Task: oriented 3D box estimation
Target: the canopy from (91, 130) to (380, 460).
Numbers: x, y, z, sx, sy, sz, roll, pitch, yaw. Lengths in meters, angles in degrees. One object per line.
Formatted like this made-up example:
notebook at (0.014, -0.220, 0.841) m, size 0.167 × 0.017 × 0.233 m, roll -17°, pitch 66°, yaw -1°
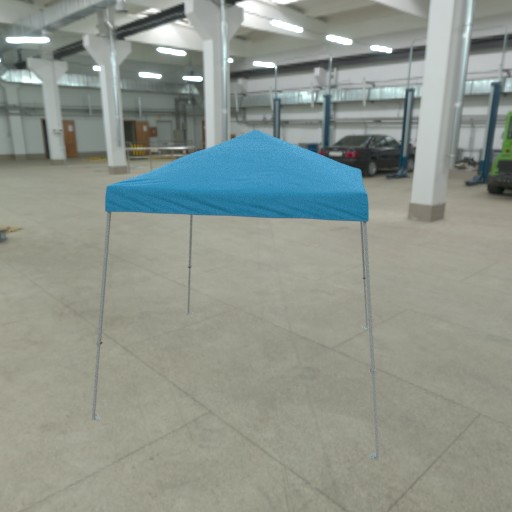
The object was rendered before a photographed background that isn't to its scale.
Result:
canopy at (0.000, 0.000, 6.574) m, size 3.600 × 3.600 × 3.599 m, roll 3°, pitch 16°, yaw 11°
